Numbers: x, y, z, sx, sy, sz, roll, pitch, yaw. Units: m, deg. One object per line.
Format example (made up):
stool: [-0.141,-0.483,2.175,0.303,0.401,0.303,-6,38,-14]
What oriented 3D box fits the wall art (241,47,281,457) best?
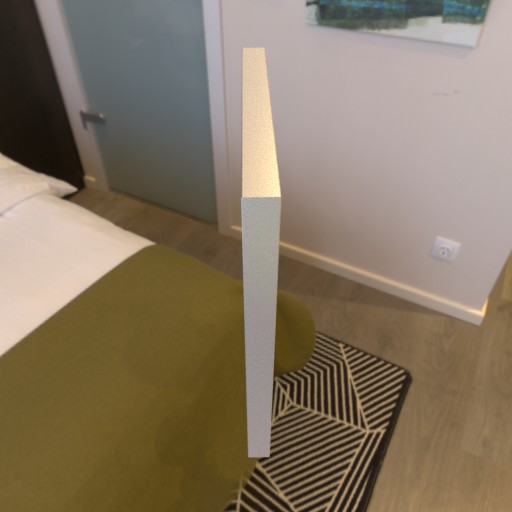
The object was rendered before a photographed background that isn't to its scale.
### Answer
wall art: [0.000,0.000,0.770,0.038,0.549,0.452,-1,42,-1]
